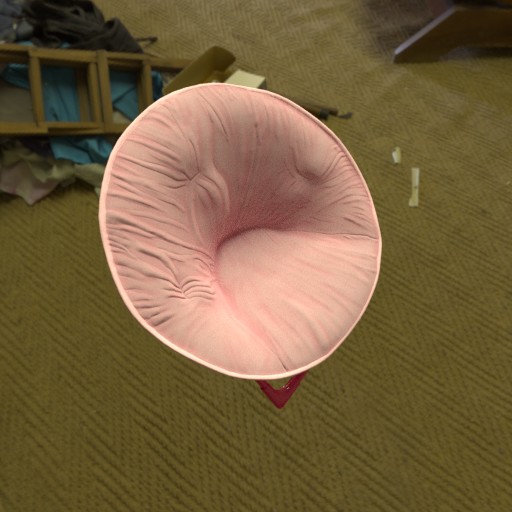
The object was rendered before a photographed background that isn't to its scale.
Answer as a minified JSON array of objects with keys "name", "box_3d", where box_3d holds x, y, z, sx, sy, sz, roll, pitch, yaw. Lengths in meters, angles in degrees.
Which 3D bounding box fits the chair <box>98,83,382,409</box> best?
[{"name":"chair","box_3d":[0.000,0.000,0.869,0.459,0.494,0.522,34,64,19]}]
